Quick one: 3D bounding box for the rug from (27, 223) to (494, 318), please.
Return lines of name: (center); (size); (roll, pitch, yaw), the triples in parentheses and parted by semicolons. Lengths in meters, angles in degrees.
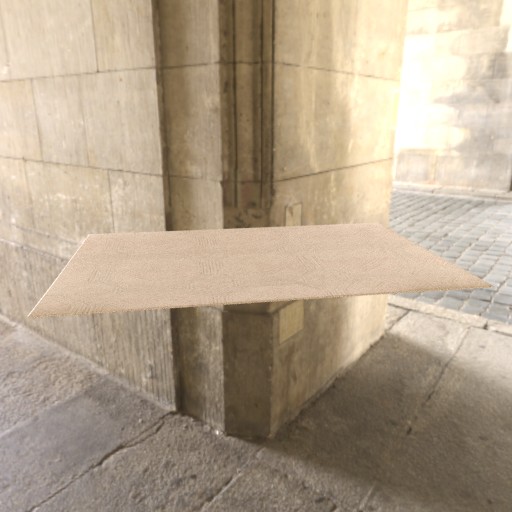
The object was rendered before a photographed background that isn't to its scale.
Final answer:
rug: (0.000, 0.000, 2.994); (2.440, 0.008, 1.524); (-3, 18, -9)
